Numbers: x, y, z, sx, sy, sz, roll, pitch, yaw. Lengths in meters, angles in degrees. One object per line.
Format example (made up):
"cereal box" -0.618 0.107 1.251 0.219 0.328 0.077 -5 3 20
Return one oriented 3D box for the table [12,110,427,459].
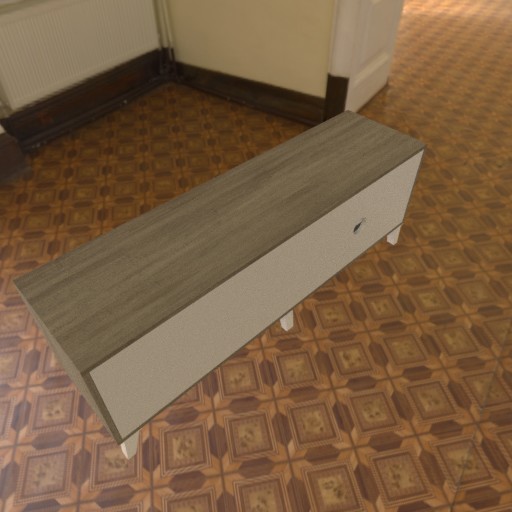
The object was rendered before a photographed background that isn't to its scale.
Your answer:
"table" 0.000 0.000 1.689 1.500 0.530 0.400 -33 53 -29
